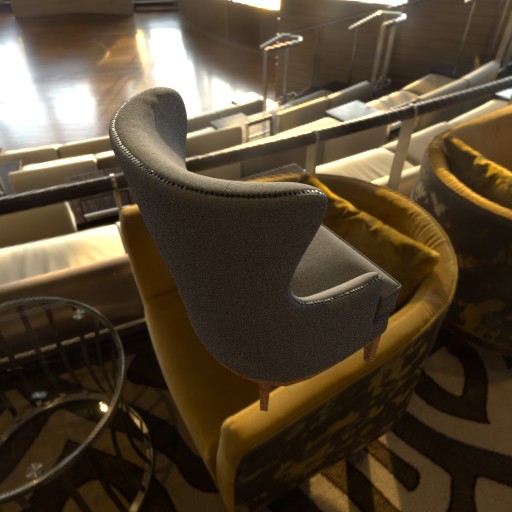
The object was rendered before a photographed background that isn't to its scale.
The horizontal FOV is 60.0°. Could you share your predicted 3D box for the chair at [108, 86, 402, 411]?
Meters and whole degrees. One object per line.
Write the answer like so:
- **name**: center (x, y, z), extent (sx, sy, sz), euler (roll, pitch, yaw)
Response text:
- **chair**: center (0.000, 0.000, 1.775), extent (0.883, 1.176, 0.864), euler (-25, 47, -25)
